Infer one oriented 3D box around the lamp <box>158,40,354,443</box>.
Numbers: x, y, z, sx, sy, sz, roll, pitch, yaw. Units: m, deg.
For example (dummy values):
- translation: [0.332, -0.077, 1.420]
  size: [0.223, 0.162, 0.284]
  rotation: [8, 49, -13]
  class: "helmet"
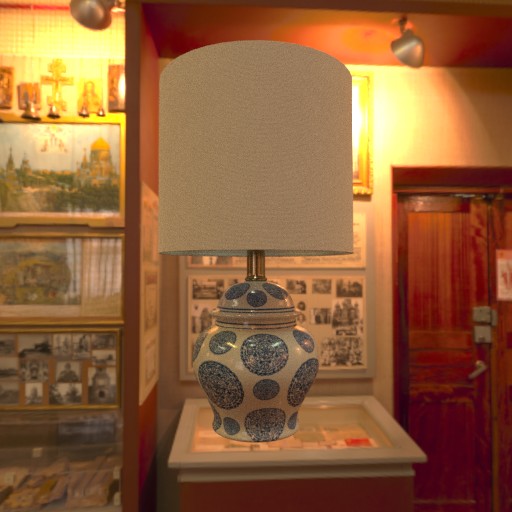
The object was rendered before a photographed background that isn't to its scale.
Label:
- translation: [0.000, 0.000, 0.499]
  size: [0.215, 0.381, 0.215]
  rotation: [0, -2, -1]
  class: "lamp"
